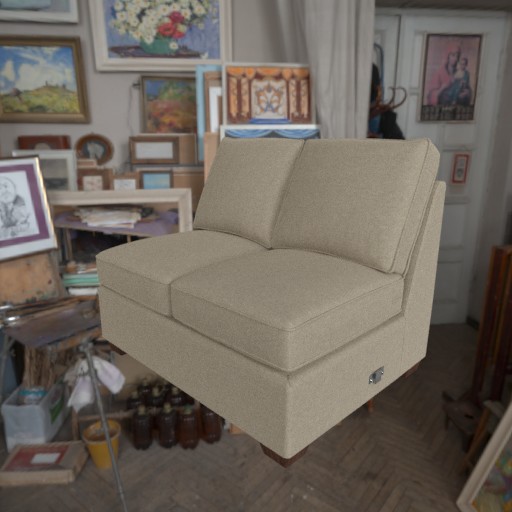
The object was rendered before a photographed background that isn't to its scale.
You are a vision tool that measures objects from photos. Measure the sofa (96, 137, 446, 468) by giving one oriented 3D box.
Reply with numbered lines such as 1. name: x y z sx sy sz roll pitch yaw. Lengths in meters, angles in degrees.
1. sofa: 0.000 0.000 1.954 0.951 1.008 1.237 -15 21 -43
